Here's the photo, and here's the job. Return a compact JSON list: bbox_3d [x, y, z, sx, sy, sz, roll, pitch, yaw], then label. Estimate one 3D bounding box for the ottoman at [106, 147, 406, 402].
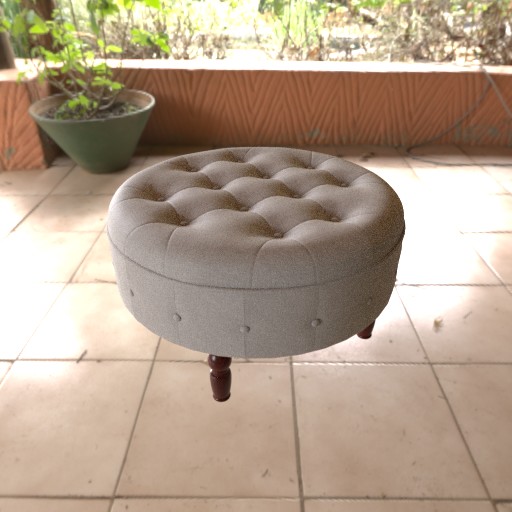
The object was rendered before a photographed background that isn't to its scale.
[{"bbox_3d":[0.000,0.000,1.389,0.849,0.478,0.849,0,31,0],"label":"ottoman"}]
